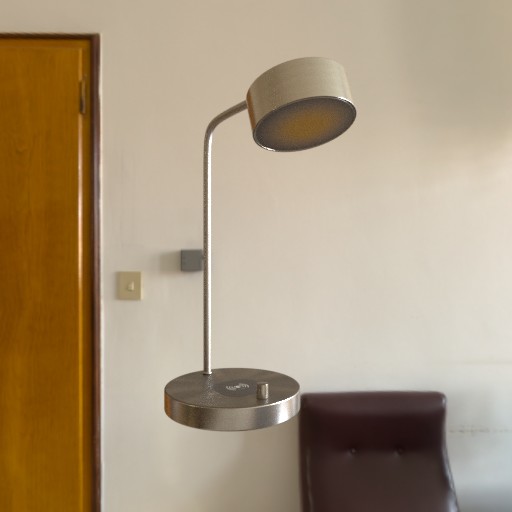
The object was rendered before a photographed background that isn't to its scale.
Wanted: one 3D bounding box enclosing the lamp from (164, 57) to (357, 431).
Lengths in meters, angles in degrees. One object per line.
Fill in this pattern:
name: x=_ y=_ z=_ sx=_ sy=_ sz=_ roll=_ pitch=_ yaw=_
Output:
lamp: x=0.000 y=0.000 z=0.646 sx=0.211 sy=0.469 sz=0.334 roll=0 pitch=0 yaw=-37
